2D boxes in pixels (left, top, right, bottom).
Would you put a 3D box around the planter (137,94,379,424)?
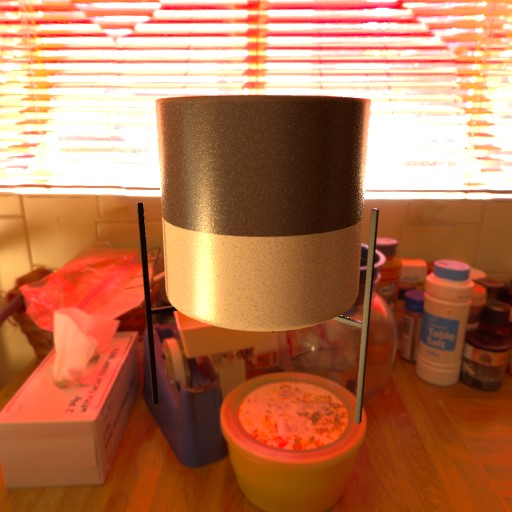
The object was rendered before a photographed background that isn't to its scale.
[{"bbox_3d":[0.000,0.000,0.528,0.260,0.353,0.250,-9,20,-27],"label":"planter"}]
